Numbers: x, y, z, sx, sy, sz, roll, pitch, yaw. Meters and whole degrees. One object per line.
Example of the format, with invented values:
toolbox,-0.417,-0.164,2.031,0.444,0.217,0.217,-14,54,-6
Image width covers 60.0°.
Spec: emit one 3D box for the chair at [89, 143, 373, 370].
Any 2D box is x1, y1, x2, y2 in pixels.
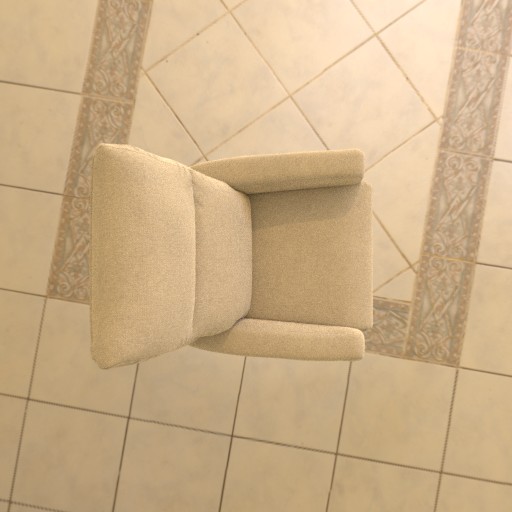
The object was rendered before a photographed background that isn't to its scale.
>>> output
chair,0.000,0.000,1.647,0.940,1.021,0.794,0,90,1
